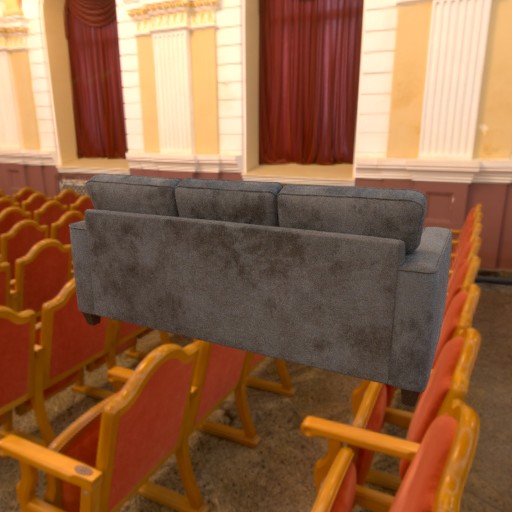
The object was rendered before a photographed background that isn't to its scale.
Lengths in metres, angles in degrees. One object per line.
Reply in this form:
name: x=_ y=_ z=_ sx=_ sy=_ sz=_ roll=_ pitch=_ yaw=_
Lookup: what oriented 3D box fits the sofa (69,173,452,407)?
sofa: x=0.000 y=0.000 z=2.683 sx=2.133 sy=0.965 sz=0.939 roll=8 pitch=17 yaw=26
